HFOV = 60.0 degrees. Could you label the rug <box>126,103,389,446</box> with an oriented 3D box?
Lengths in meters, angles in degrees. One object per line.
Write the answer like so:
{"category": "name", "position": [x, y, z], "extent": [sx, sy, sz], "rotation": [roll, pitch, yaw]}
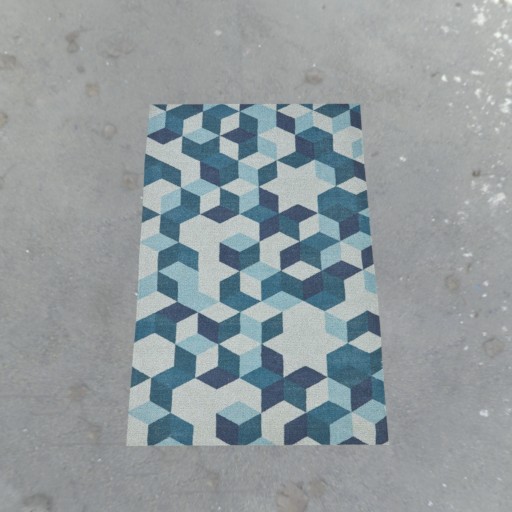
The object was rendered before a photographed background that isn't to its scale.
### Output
{"category": "rug", "position": [0.000, 0.000, 2.312], "extent": [1.235, 0.014, 1.829], "rotation": [0, 74, 0]}
